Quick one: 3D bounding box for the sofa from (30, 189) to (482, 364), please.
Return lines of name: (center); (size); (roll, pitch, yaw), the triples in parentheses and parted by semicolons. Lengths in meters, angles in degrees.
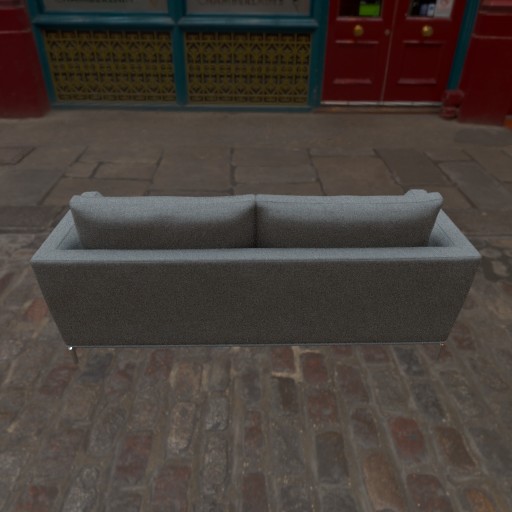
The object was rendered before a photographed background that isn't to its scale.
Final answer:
sofa: (0.000, 0.000, 2.636); (2.212, 1.002, 0.869); (0, 31, -1)
